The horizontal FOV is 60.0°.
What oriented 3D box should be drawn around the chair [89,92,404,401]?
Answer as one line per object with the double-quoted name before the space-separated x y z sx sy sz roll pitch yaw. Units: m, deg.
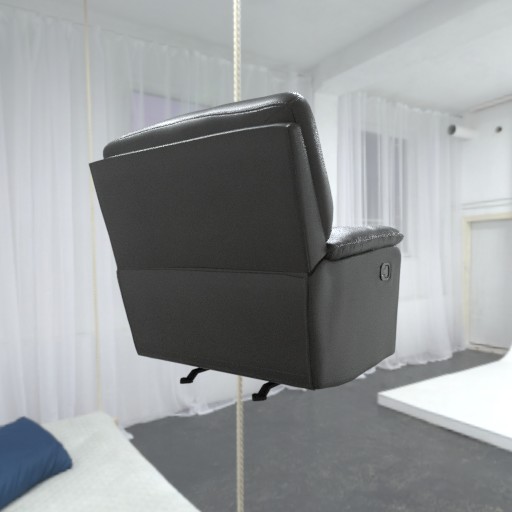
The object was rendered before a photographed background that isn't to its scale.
"chair" 0.000 0.000 2.028 1.096 1.109 1.087 0 0 36
